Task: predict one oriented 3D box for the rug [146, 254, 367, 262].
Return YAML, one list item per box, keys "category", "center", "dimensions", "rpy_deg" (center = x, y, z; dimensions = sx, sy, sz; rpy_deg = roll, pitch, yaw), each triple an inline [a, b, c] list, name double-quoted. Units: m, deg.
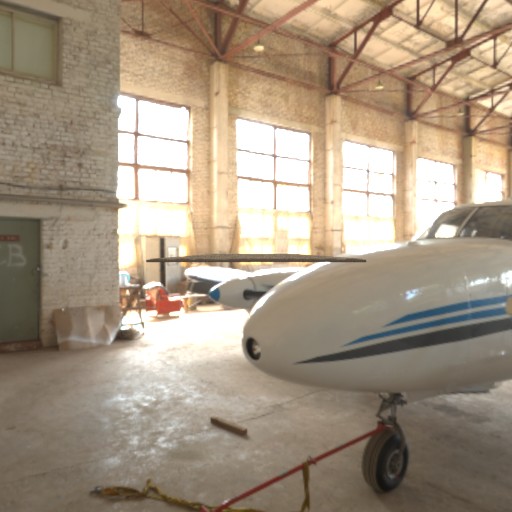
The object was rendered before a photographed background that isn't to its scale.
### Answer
- category: "rug"
  center: [0.000, 0.000, 2.419]
  dimensions: [0.662, 0.011, 2.196]
  rpy_deg: [0, 1, 0]
